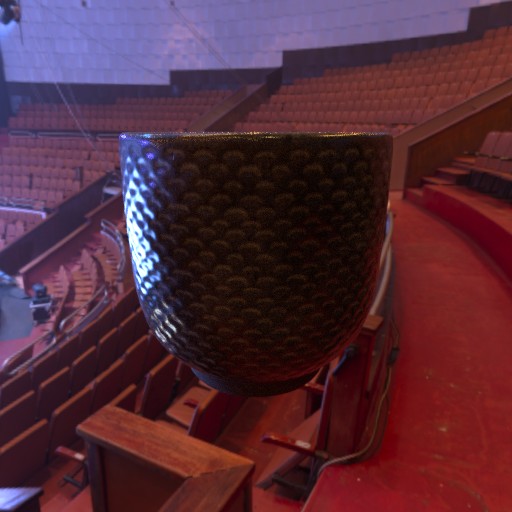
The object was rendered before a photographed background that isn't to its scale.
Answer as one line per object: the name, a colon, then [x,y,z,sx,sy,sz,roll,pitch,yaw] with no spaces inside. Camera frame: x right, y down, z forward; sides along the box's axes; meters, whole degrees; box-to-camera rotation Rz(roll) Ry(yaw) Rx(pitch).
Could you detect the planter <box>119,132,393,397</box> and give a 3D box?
planter: [0.000,0.000,0.354,0.197,0.191,0.197,0,16,0]
